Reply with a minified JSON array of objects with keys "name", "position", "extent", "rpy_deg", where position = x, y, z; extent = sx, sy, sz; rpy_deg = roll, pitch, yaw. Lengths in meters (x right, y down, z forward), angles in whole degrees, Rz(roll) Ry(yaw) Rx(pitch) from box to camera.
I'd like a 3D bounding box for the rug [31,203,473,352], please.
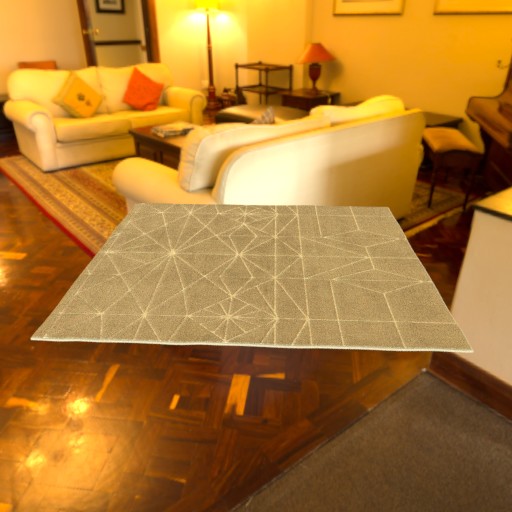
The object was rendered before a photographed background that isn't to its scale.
[{"name":"rug","position":[0.000,0.000,0.877],"extent":[0.639,0.006,0.548],"rpy_deg":[1,28,2]}]
